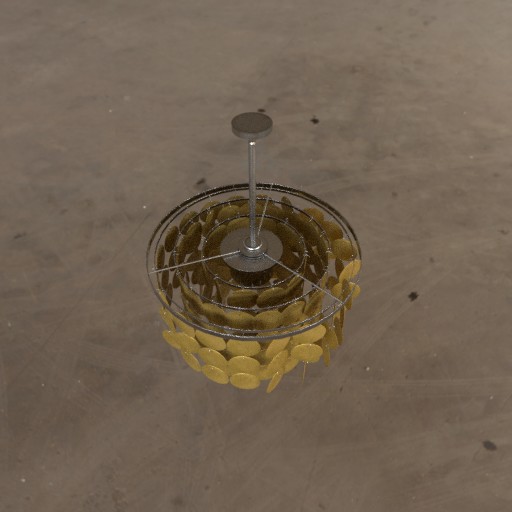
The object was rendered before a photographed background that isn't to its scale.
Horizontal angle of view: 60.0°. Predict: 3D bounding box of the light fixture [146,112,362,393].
[{"bbox_3d":[0.000,0.000,0.747,0.368,0.492,0.368,0,46,0],"label":"light fixture"}]
